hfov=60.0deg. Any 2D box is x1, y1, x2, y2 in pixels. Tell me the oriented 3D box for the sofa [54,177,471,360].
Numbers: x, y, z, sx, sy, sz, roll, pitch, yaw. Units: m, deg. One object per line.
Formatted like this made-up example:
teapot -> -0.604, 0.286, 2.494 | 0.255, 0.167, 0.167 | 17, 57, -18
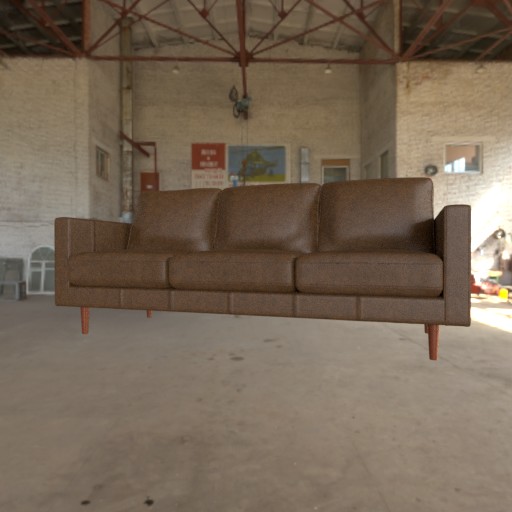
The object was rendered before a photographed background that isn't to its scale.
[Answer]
sofa -> 0.000, 0.000, 2.638 | 2.231, 0.930, 0.903 | 0, 1, 19
